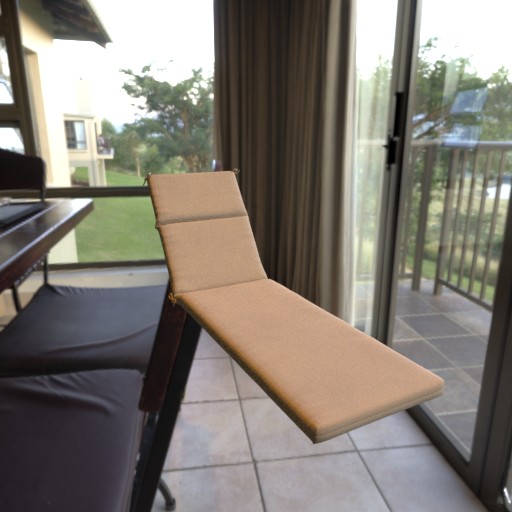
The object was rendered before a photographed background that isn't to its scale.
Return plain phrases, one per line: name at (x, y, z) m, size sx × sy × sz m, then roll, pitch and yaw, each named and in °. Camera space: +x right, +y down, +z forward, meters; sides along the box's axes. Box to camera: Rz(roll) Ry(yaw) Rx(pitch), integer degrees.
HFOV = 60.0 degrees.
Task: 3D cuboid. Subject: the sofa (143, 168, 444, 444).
sofa at (0.000, 0.000, 1.949) m, size 0.582 × 0.622 × 1.663 m, roll -8°, pitch 18°, yaw -27°
